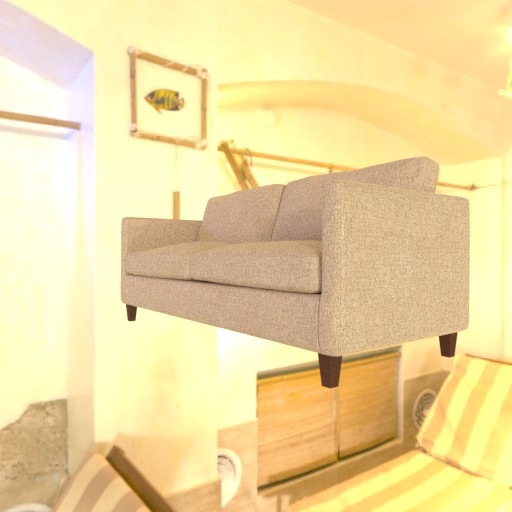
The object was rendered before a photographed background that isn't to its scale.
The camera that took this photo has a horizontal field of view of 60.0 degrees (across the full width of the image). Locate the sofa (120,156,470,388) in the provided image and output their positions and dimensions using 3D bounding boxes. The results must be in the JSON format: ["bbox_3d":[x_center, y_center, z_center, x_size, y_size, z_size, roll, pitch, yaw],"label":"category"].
[{"bbox_3d":[0.000,0.000,2.710,0.951,0.965,2.208,0,1,-37],"label":"sofa"}]
